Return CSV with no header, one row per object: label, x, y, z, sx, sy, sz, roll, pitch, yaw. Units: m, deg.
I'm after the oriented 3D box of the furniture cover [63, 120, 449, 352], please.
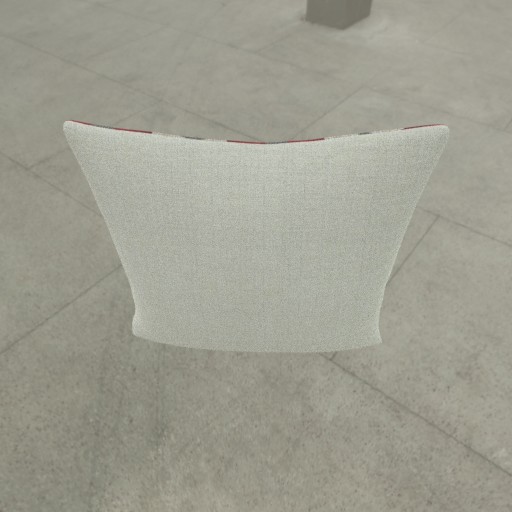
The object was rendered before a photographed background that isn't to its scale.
furniture cover,0.000,0.000,0.632,0.435,0.420,0.145,2,46,2
